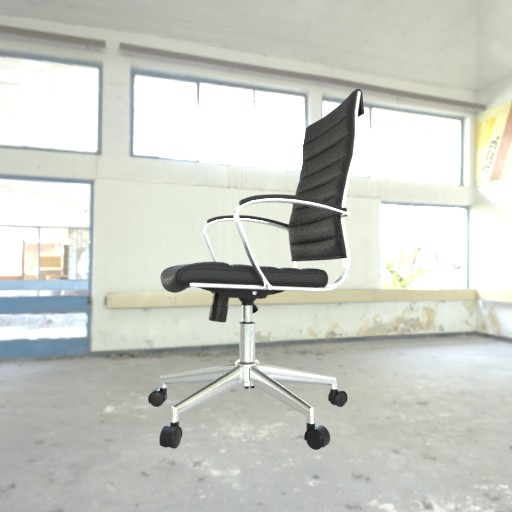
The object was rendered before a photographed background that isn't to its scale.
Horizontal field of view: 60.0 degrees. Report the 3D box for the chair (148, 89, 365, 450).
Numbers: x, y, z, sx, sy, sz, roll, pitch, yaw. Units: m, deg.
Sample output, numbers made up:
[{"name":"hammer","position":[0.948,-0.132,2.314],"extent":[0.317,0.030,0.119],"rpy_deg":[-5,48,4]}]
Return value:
[{"name":"chair","position":[0.000,0.000,1.629],"extent":[0.739,1.149,0.766],"rpy_deg":[1,-2,-17]}]
